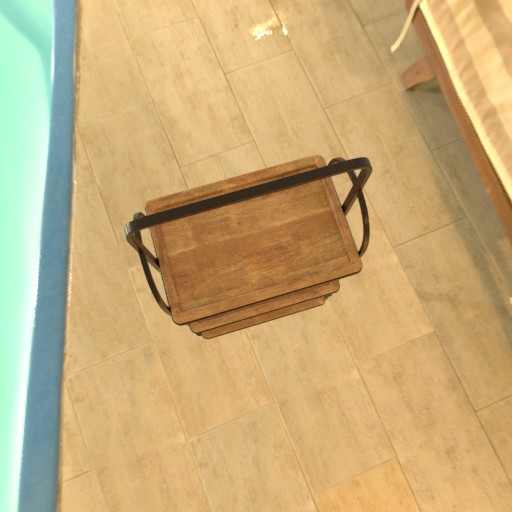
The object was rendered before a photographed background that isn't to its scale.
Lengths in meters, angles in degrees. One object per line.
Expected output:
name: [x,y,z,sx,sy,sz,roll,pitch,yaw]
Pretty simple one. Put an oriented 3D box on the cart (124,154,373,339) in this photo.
cart: [0.000,0.000,1.299,0.553,1.001,0.327,-16,77,-4]
